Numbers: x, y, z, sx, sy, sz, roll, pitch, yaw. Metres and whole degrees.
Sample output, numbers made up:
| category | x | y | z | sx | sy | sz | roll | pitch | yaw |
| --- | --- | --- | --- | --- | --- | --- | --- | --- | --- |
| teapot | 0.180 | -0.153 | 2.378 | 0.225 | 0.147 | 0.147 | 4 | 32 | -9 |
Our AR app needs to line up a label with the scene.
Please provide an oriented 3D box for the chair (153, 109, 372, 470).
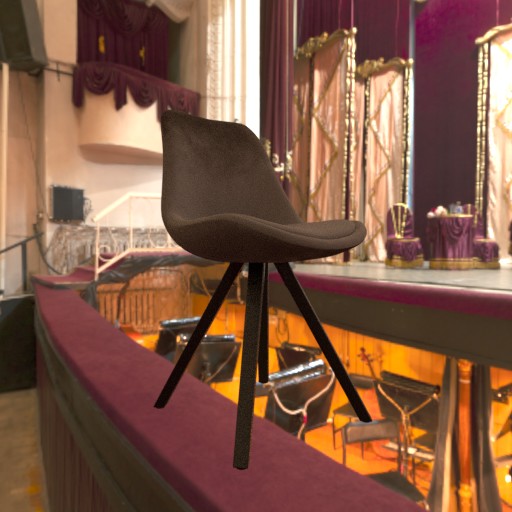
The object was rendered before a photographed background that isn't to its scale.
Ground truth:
| category | x | y | z | sx | sy | sz | roll | pitch | yaw |
| --- | --- | --- | --- | --- | --- | --- | --- | --- | --- |
| chair | 0.000 | 0.000 | 1.183 | 0.476 | 0.850 | 0.550 | -1 | 2 | -37 |
